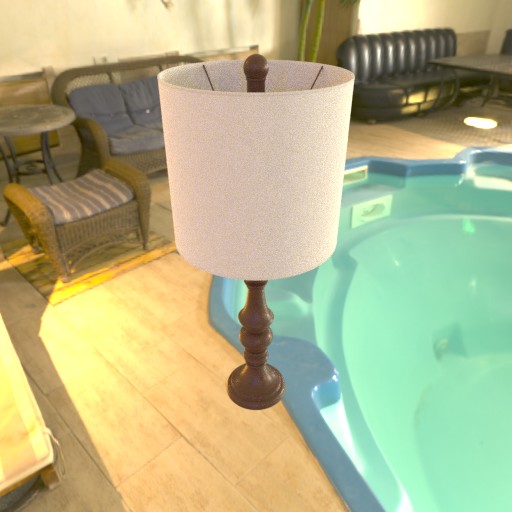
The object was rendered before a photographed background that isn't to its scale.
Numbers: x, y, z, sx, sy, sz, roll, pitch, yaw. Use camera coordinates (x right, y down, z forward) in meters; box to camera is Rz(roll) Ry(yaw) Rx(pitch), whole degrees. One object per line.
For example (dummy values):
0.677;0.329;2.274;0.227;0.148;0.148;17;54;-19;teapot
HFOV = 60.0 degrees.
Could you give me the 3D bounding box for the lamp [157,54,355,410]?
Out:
0.000;0.000;0.715;0.250;0.597;0.250;-23;38;-33;lamp
